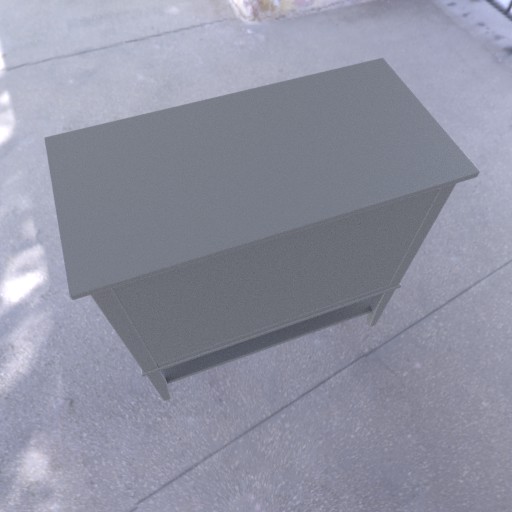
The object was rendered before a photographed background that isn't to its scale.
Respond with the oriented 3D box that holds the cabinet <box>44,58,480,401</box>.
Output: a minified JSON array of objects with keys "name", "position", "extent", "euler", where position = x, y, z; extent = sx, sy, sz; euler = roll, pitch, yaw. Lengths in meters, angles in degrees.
[{"name":"cabinet","position":[0.000,0.000,1.232],"extent":[0.801,0.780,0.396],"euler":[-17,59,-11]}]
